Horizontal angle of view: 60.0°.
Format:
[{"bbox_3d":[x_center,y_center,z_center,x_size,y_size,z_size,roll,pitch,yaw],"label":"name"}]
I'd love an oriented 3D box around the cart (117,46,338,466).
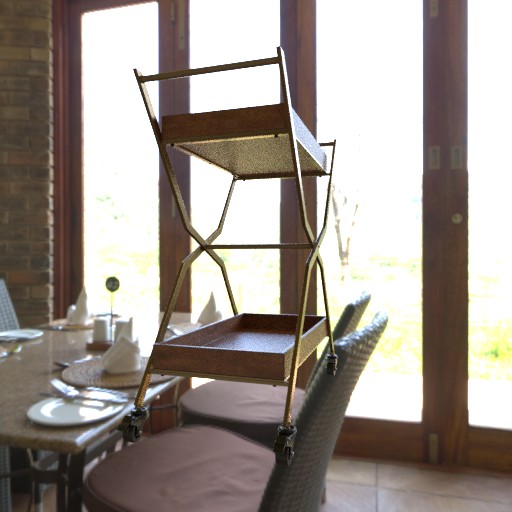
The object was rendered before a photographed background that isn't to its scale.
[{"bbox_3d":[0.000,0.000,1.332,0.405,0.869,0.836,0,0,18],"label":"cart"}]
